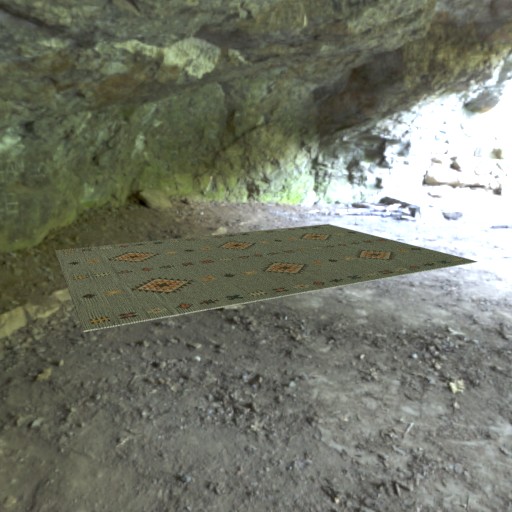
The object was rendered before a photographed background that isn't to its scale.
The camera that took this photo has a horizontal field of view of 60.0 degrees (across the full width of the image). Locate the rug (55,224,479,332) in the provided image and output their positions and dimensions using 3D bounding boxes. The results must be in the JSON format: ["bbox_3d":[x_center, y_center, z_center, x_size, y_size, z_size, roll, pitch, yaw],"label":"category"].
[{"bbox_3d":[0.000,0.000,2.280,1.818,0.005,1.217,-7,16,-27],"label":"rug"}]
